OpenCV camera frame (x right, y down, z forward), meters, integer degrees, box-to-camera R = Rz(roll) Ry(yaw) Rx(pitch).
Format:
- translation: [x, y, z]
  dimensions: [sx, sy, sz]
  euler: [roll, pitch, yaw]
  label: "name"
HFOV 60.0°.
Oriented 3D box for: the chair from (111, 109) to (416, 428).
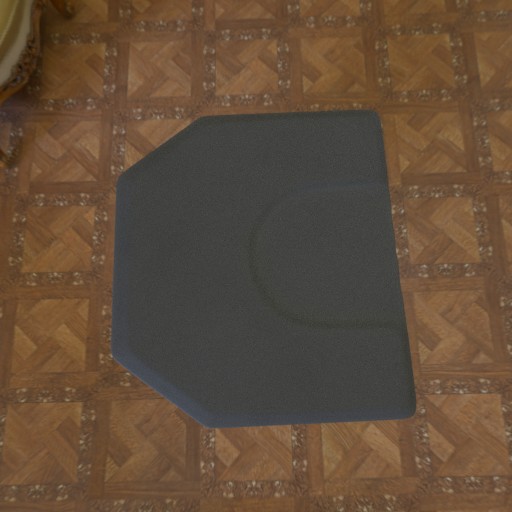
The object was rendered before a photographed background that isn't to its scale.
- translation: [0.000, 0.000, 1.897]
  dimensions: [1.219, 0.024, 1.372]
  euler: [-3, 76, -1]
  label: "chair"
